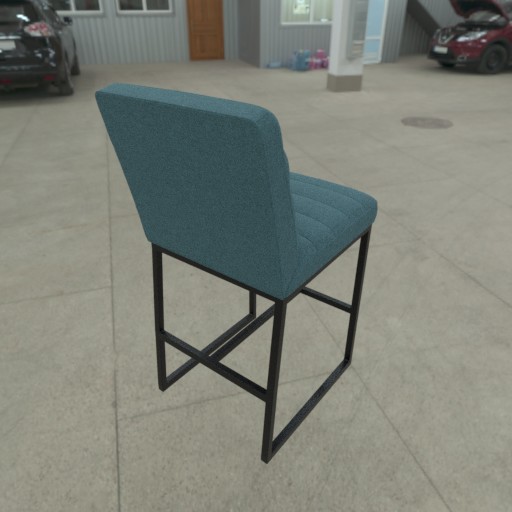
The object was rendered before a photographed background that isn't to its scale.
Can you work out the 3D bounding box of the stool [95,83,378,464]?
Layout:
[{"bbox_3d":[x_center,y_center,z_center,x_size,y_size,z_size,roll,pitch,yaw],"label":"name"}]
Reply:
[{"bbox_3d":[0.000,0.000,1.241,0.460,0.940,0.560,21,36,32],"label":"stool"}]
